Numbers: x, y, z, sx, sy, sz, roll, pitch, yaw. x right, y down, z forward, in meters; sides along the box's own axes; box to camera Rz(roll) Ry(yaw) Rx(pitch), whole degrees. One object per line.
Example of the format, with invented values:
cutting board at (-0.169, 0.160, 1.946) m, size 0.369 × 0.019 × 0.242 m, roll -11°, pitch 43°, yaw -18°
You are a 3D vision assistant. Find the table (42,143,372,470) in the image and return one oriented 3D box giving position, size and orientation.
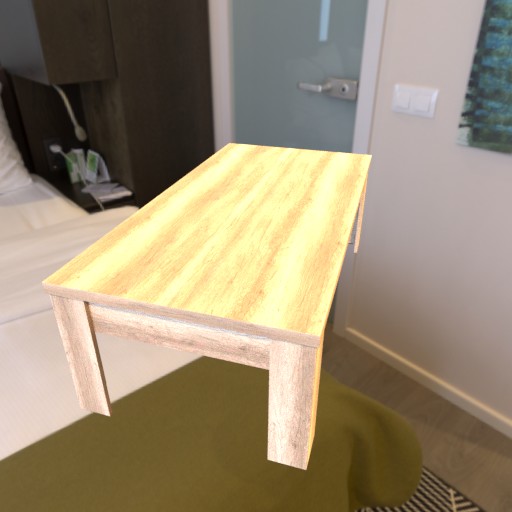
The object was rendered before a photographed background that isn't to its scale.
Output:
table at (0.000, 0.000, 1.689) m, size 0.700 × 0.460 × 1.350 m, roll 9°, pitch 31°, yaw 15°
